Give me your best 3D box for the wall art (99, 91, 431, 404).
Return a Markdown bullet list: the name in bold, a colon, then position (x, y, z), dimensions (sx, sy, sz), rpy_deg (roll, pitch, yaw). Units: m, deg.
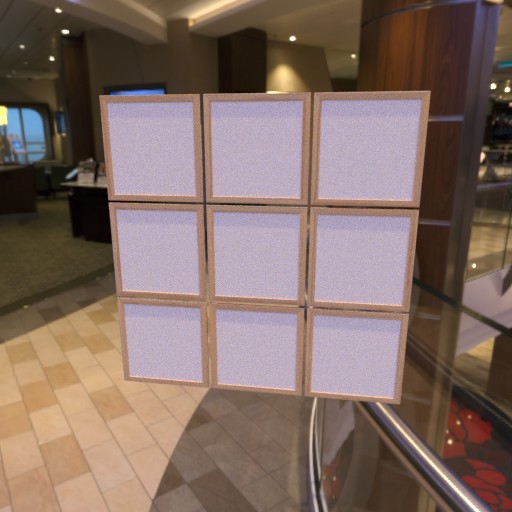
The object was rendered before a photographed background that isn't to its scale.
- **wall art**: position (0.000, 0.000, 2.222), dimensions (1.519, 1.534, 0.013), rpy_deg (2, 15, 8)
